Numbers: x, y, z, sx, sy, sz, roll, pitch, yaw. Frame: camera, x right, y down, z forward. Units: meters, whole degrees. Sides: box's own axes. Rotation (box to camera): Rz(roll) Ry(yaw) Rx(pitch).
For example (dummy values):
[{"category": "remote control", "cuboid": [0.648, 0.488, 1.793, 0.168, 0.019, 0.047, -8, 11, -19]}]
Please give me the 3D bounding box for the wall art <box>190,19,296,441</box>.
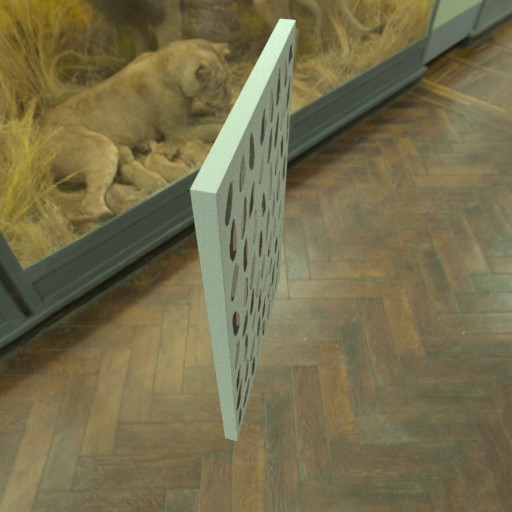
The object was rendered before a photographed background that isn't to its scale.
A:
[{"category": "wall art", "cuboid": [0.000, 0.000, 0.748, 0.025, 0.608, 0.405, 10, 49, 9]}]
